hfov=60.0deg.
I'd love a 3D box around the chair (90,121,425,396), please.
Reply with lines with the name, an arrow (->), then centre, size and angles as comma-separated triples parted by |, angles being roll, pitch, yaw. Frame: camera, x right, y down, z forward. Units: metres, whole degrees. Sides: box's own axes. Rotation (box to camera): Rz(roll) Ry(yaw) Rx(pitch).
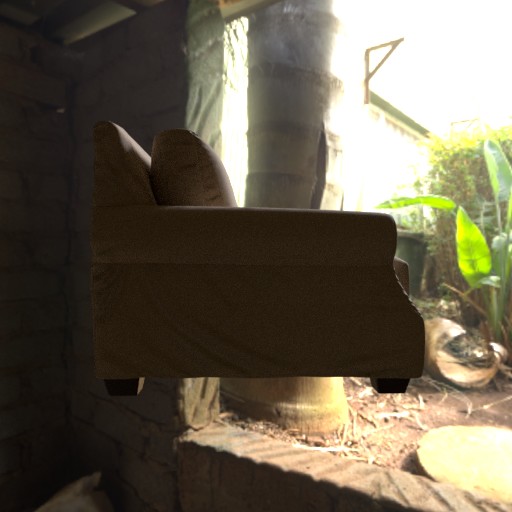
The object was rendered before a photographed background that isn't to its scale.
chair -> 0.000, 0.000, 1.755 | 1.066, 0.866, 0.940 | 0, 0, -2
